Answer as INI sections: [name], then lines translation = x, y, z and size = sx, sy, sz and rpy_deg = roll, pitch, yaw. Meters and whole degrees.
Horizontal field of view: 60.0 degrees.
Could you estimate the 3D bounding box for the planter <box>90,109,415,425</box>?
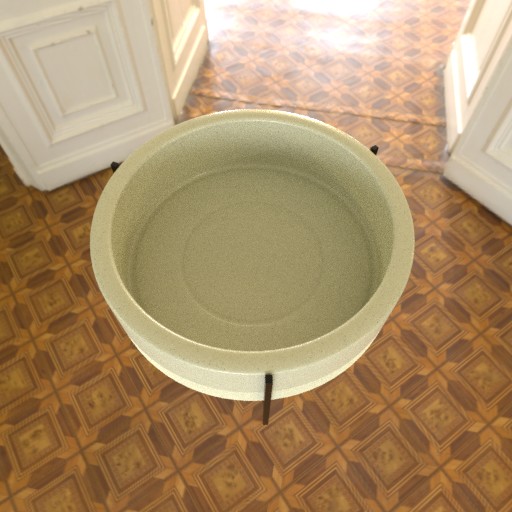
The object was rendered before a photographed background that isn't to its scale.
[planter]
translation = 0.000, 0.000, 0.536
size = 0.345, 0.171, 0.336
rpy_deg = -31, 63, -18
